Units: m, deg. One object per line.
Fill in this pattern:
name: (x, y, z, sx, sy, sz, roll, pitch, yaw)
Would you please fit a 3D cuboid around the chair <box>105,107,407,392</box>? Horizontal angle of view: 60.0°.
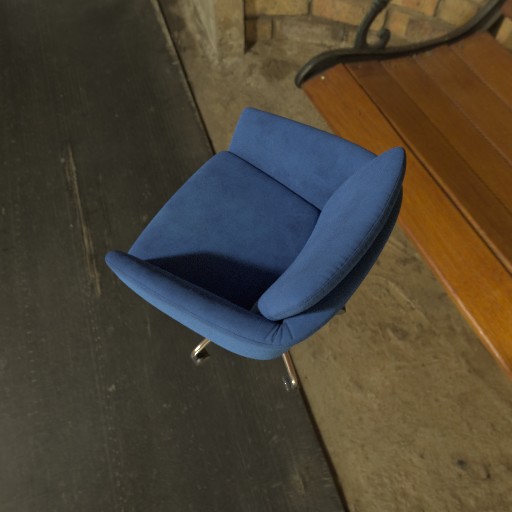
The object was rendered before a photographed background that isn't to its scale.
chair: (0.000, 0.000, 1.340, 0.635, 0.908, 0.641, 31, 67, 15)
